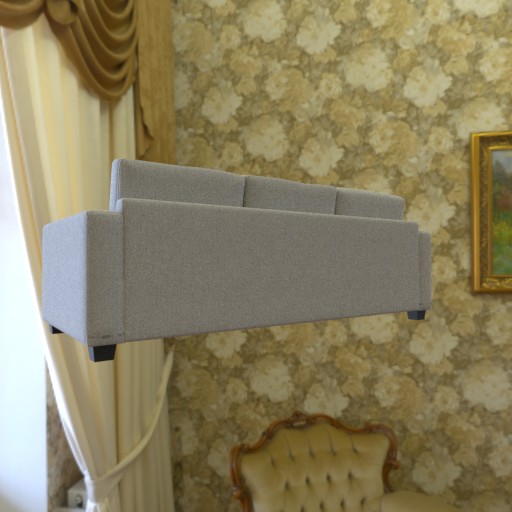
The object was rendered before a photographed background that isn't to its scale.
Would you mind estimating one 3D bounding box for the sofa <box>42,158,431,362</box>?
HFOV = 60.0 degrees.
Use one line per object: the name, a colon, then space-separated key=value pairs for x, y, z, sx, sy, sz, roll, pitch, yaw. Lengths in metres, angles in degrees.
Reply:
sofa: x=0.000 y=0.000 z=2.559 sx=2.120 sy=0.800 sz=0.900 roll=0 pitch=-1 yaw=-35
